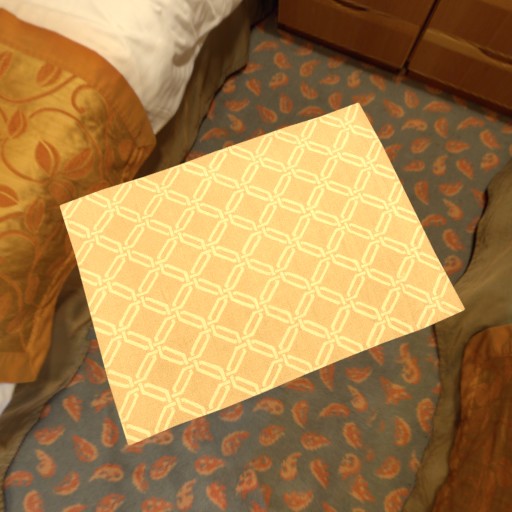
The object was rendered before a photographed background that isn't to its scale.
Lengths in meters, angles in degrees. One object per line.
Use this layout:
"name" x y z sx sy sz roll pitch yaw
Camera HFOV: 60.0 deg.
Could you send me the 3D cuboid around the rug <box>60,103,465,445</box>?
"rug" 0.000 0.000 4.358 3.365 0.020 2.452 -20 75 -6
